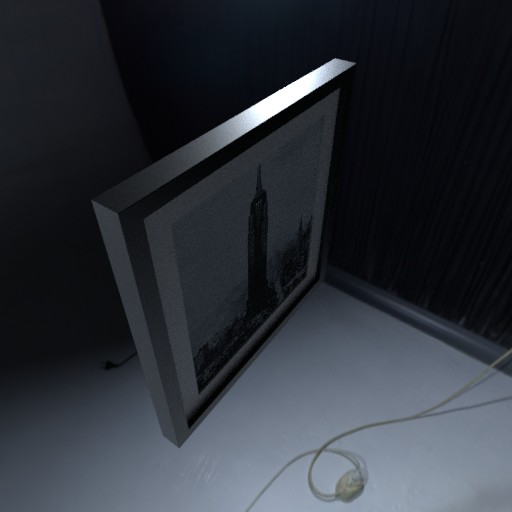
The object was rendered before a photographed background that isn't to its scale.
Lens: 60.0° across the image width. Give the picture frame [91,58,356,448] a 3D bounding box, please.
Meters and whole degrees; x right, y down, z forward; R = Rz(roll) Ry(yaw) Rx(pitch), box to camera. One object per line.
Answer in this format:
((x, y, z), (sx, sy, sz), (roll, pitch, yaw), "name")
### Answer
((0.000, 0.000, 0.529), (0.029, 0.353, 0.355), (26, 48, 26), "picture frame")
